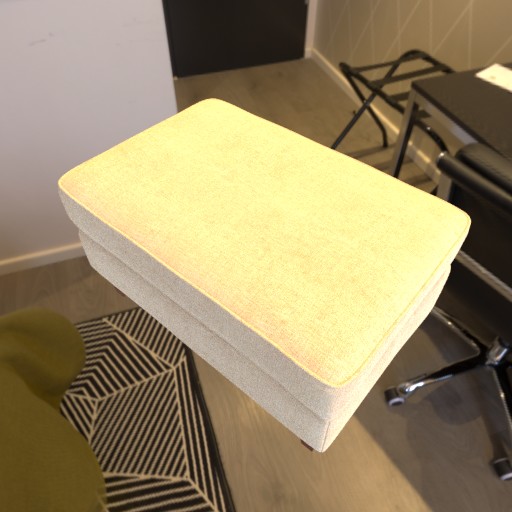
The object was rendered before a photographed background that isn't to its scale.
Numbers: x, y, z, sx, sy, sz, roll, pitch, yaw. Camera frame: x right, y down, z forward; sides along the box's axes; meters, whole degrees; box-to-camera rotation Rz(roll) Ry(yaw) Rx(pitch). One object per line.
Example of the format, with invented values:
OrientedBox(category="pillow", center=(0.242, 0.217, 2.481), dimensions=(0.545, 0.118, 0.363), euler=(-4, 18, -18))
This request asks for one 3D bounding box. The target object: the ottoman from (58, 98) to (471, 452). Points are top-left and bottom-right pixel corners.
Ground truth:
OrientedBox(category="ottoman", center=(0.000, 0.000, 1.200), dimensions=(0.862, 0.484, 0.583), euler=(32, 55, 26))
